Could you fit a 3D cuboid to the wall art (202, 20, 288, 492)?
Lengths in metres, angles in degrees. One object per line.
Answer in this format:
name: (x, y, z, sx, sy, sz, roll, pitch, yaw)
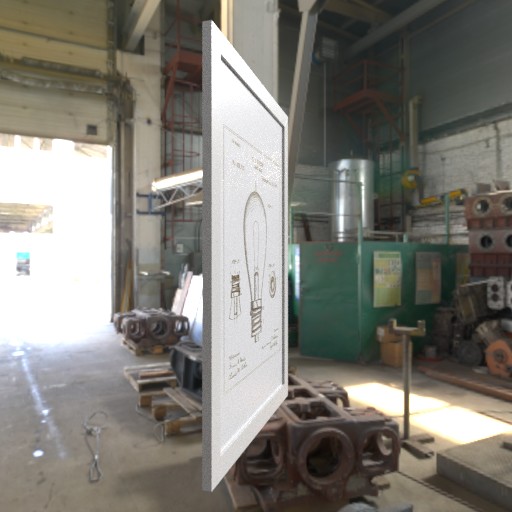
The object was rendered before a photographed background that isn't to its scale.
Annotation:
wall art: (0.000, 0.000, 0.601, 0.010, 0.474, 0.325, 0, 0, 18)
